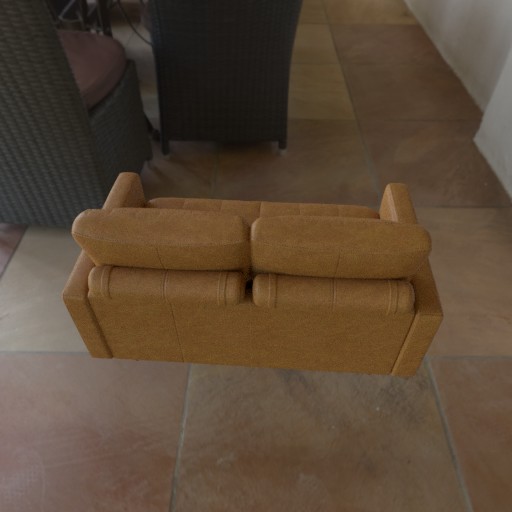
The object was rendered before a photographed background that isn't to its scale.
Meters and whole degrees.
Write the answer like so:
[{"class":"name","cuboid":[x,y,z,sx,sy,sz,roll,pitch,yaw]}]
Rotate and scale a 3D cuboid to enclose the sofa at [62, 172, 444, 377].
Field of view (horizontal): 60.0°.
[{"class":"sofa","cuboid":[0.000,0.000,1.977,1.430,0.898,0.868,3,46,3]}]
